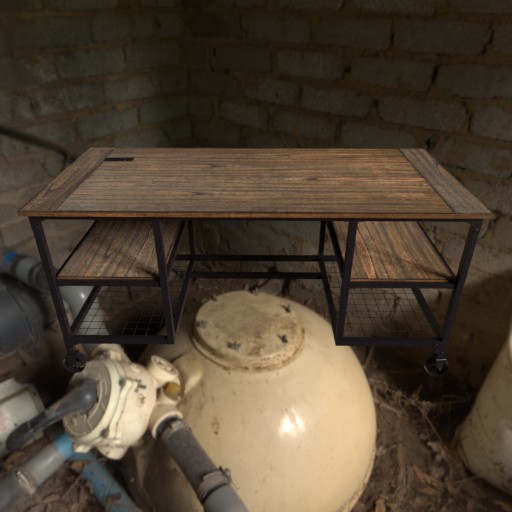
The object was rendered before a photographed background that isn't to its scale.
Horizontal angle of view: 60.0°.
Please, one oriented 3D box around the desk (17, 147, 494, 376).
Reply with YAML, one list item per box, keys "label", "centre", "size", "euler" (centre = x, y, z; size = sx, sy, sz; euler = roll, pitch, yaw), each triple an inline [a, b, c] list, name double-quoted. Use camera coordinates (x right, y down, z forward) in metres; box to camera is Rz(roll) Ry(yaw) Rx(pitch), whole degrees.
- label: "desk"
  centre: [0.000, 0.000, 1.943]
  size: [1.590, 0.751, 0.711]
  euler: [0, 30, 1]
